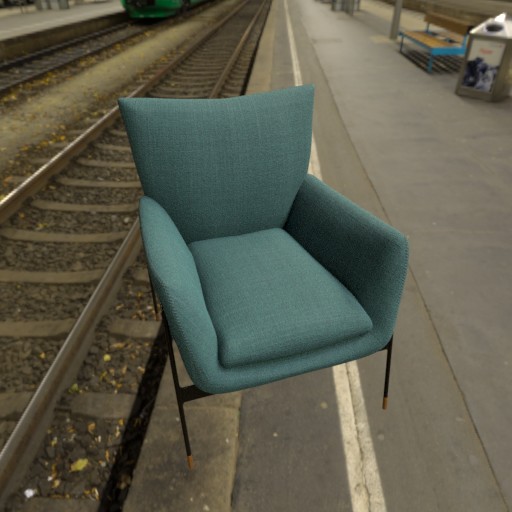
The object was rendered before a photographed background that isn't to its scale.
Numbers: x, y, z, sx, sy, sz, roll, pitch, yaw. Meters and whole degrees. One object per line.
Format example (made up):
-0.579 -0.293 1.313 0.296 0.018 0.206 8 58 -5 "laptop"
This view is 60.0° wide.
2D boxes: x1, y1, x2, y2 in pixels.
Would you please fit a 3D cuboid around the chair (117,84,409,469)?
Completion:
0.000 0.000 1.399 0.678 0.859 0.769 -10 34 -16 "chair"
